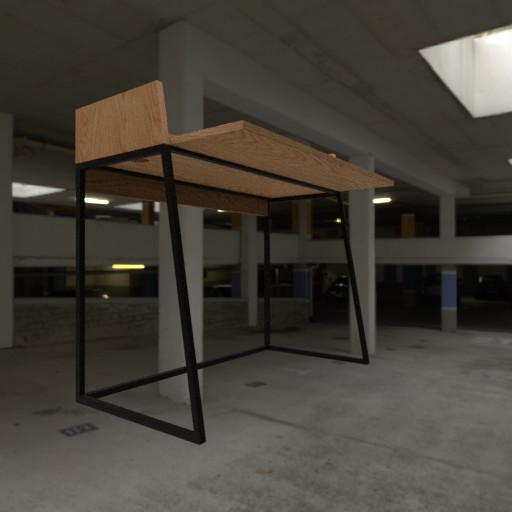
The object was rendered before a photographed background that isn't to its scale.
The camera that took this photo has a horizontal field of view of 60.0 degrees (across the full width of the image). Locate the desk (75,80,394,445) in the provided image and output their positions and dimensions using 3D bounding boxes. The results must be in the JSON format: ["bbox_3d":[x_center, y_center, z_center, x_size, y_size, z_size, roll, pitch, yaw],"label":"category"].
[{"bbox_3d":[0.000,0.000,1.861,0.769,1.061,1.191,0,0,37],"label":"desk"}]
